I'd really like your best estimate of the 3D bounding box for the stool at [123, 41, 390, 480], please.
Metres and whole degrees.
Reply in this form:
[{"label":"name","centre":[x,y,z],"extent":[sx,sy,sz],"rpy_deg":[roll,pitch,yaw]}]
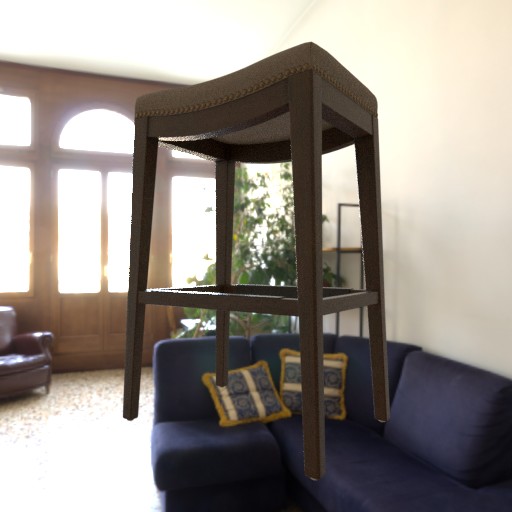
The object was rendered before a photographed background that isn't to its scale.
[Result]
[{"label":"stool","centre":[0.000,0.000,1.031],"extent":[0.508,0.762,0.356],"rpy_deg":[-1,-1,35]}]
